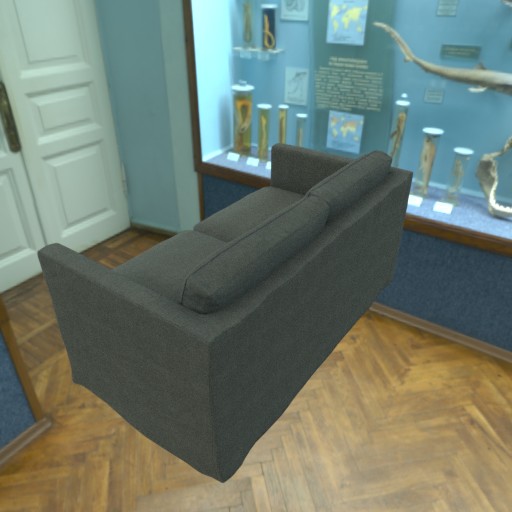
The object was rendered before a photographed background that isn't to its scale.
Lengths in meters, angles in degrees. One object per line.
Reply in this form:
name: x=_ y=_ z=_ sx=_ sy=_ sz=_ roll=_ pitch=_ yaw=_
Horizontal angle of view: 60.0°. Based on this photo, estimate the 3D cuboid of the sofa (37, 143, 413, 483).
sofa: x=0.000 y=0.000 z=2.311 sx=0.974 sy=0.854 sz=1.802 roll=21 pitch=37 yaw=30
